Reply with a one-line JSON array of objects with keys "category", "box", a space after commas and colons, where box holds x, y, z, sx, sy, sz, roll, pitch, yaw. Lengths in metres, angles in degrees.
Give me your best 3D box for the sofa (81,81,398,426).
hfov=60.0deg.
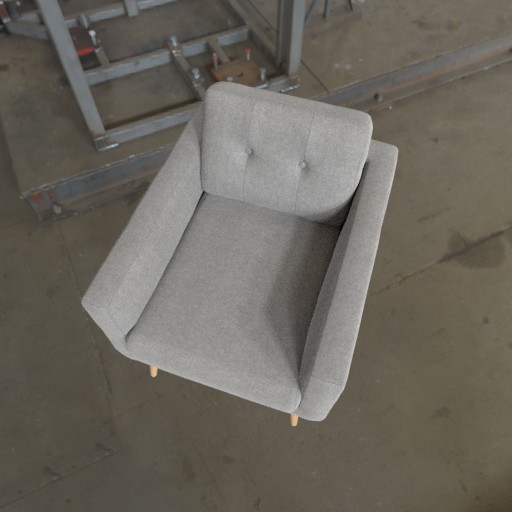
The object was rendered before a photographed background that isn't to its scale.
[{"category": "sofa", "box": [0.000, 0.000, 1.557, 0.770, 0.860, 0.920, 16, 60, 10]}]
